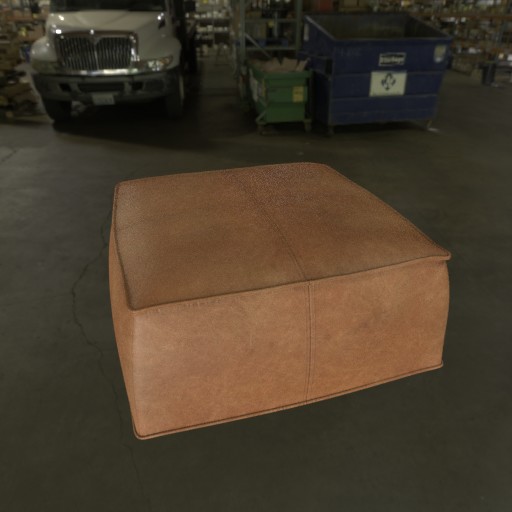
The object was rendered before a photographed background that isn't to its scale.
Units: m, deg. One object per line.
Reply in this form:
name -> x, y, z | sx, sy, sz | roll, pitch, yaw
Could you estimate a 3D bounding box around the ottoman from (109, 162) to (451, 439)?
ottoman -> 0.000, 0.000, 1.408 | 0.901, 0.395, 0.902 | -9, 30, -15
